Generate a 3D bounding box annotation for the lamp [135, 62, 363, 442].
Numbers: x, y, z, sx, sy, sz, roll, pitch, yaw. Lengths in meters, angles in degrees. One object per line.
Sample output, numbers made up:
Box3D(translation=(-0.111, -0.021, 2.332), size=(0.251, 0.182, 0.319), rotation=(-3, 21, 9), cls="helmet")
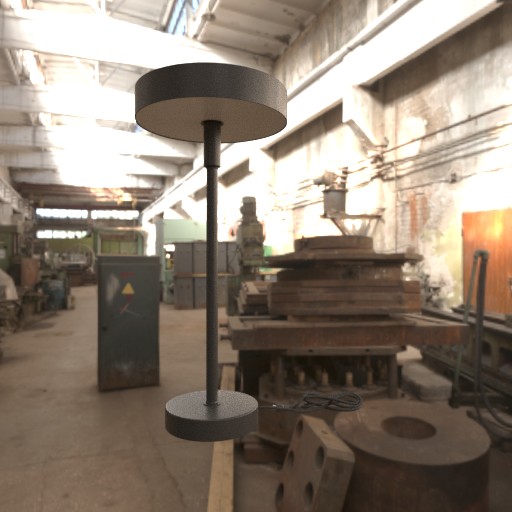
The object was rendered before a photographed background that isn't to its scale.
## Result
Box3D(translation=(0.000, 0.000, 0.697), size=(0.369, 0.508, 0.229), rotation=(0, 0, -19), cls="lamp")
